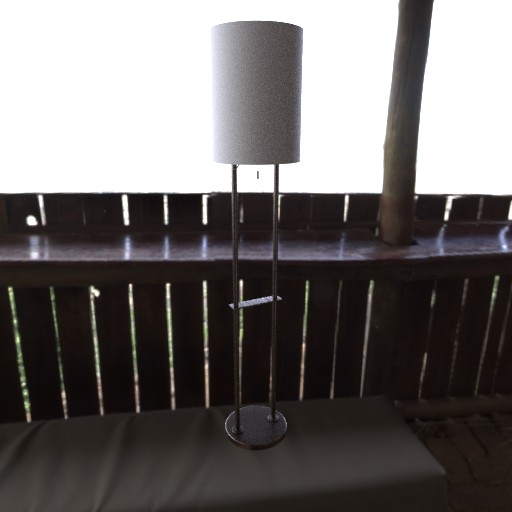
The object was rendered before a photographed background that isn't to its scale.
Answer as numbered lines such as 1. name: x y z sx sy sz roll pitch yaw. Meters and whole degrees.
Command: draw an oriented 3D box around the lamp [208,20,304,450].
1. lamp: 0.000 0.000 1.626 0.306 1.500 0.305 -8 18 -27
